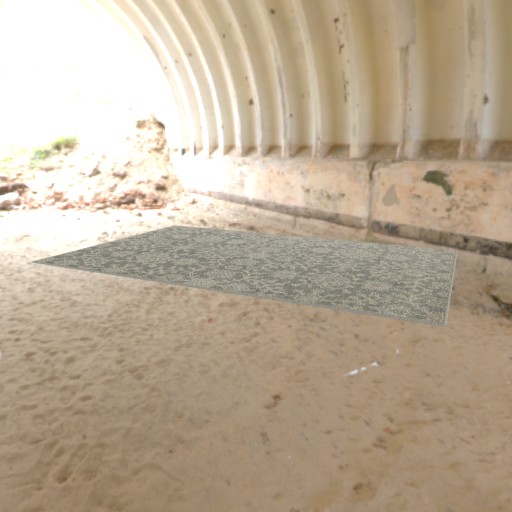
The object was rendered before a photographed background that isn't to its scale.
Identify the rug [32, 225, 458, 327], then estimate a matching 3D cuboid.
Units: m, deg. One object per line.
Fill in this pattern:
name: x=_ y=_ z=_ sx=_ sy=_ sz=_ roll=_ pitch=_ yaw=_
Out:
rug: x=0.000 y=0.000 z=2.971 sx=2.430 sy=0.010 sz=1.515 roll=6 pitch=15 yaw=25
